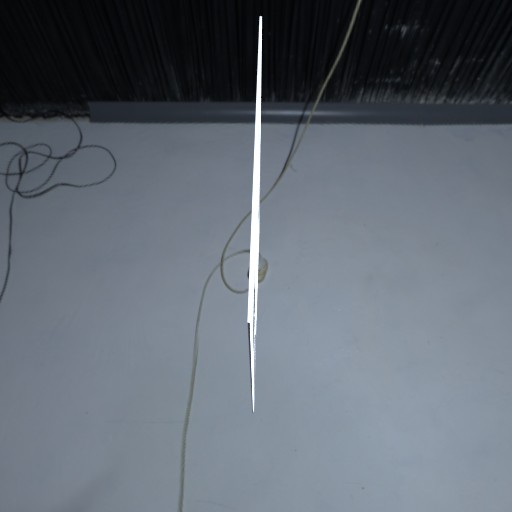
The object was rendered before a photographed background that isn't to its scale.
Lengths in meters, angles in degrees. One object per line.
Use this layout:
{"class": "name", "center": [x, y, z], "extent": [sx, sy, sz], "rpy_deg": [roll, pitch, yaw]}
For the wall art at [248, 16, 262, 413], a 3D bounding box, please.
{"class": "wall art", "center": [0.000, 0.000, 0.801], "extent": [0.003, 0.609, 0.457], "rpy_deg": [2, 63, 1]}
